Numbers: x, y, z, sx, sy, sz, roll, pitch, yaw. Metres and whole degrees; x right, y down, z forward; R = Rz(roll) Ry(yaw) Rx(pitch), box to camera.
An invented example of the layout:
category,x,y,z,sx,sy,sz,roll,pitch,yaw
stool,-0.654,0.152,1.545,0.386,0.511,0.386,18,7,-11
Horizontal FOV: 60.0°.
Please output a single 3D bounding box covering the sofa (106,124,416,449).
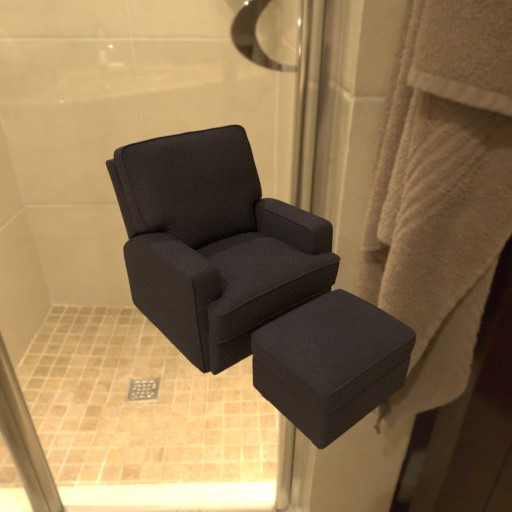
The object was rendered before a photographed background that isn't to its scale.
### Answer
category,x,y,z,sx,sy,sz,roll,pitch,yaw
sofa,0.000,0.000,2.091,0.861,0.959,1.472,-22,36,-33
